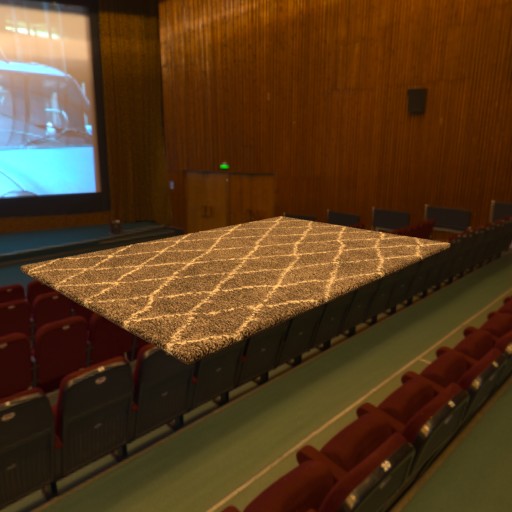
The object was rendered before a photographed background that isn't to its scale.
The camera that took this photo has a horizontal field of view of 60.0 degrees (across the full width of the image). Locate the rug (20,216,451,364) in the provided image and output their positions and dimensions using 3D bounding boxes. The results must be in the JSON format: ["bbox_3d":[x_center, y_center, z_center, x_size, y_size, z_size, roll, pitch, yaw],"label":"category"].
[{"bbox_3d":[0.000,0.000,2.186,1.219,0.030,1.778,14,21,42],"label":"rug"}]
